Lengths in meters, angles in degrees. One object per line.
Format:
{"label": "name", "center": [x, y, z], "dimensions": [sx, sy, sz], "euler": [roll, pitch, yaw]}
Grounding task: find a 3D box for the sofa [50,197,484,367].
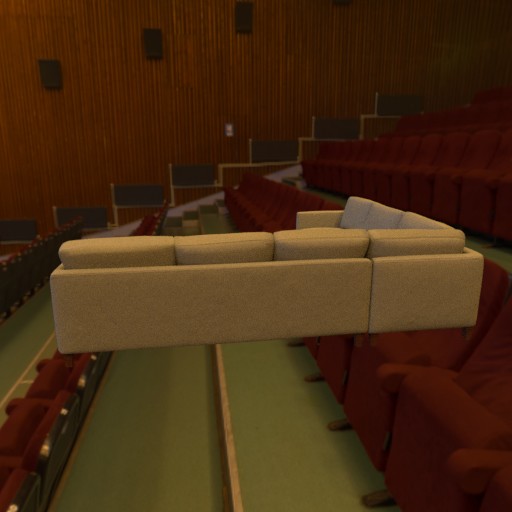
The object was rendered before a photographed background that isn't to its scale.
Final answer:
{"label": "sofa", "center": [0.000, 0.000, 4.519], "dimensions": [3.301, 0.947, 2.592], "euler": [-2, 14, -8]}
